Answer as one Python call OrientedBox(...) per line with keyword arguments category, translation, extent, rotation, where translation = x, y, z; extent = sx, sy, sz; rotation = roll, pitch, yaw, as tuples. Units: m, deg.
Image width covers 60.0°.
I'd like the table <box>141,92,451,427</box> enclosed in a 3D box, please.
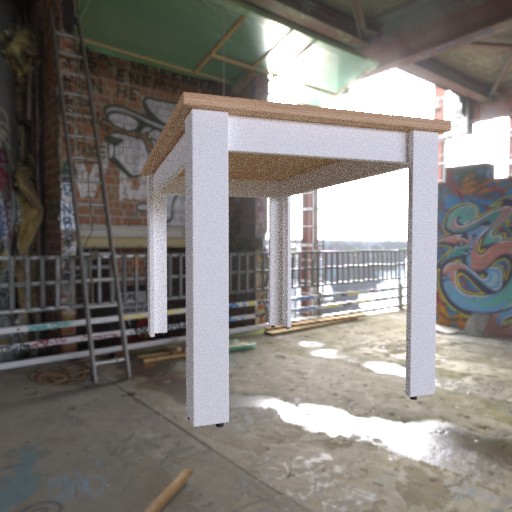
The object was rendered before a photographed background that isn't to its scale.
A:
OrientedBox(category="table", translation=(0.000, 0.000, 1.575), extent=(0.700, 0.734, 1.100), rotation=(-1, 2, -19))
